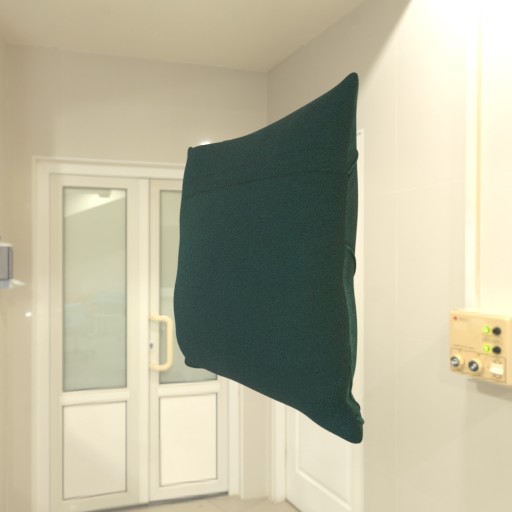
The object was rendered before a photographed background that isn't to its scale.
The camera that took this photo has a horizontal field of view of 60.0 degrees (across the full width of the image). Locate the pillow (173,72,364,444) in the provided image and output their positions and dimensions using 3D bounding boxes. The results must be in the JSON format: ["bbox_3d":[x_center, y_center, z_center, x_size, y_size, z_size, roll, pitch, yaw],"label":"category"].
[{"bbox_3d":[0.000,0.000,0.697,0.184,0.440,0.439,0,0,-36],"label":"pillow"}]
